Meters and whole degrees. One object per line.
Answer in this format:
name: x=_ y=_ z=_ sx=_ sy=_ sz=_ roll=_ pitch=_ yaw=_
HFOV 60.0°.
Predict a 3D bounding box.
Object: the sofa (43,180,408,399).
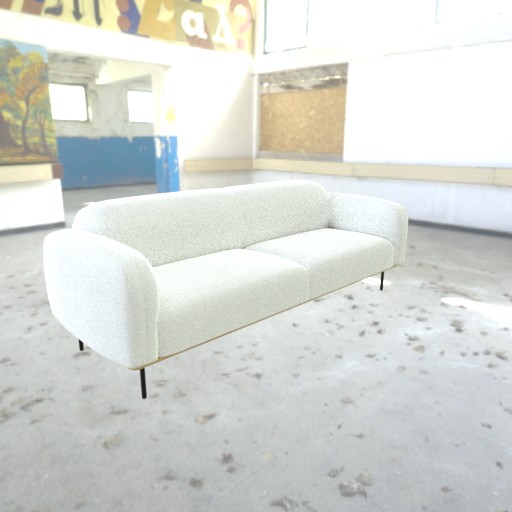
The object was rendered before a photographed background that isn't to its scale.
sofa: x=0.000 y=0.000 z=2.702 sx=2.280 sy=0.780 sz=0.870 roll=-14 pitch=21 yaw=-43
